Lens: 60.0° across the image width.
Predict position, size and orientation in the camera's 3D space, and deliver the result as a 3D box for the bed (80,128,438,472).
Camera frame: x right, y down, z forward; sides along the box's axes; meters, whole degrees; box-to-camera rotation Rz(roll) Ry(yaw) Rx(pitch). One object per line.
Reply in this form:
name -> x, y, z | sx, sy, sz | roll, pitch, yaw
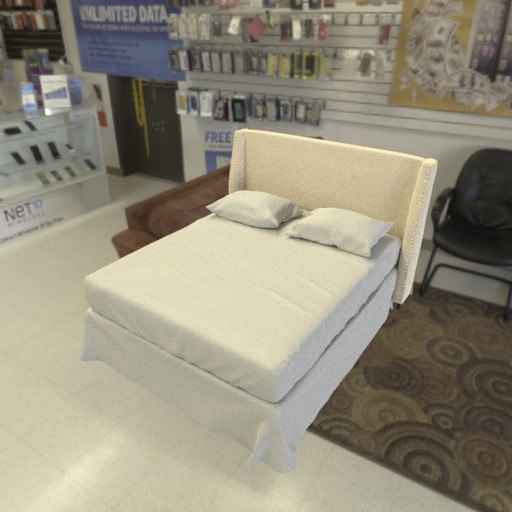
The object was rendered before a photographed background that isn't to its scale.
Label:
bed -> 0.000, 0.000, 3.430 | 1.925, 1.332, 2.276 | 19, 34, 30
